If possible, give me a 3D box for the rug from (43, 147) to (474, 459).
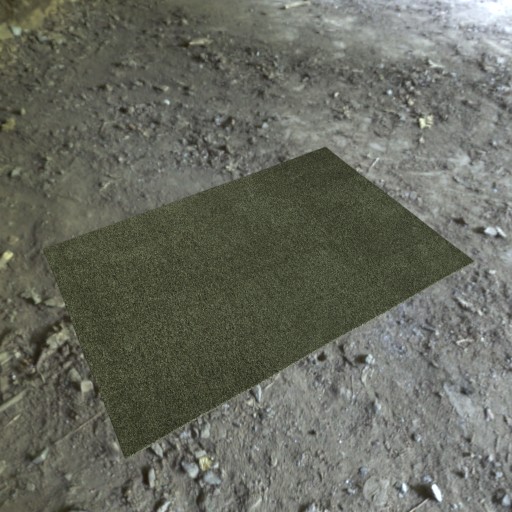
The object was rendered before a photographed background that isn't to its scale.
[{"bbox_3d":[0.000,0.000,3.331,2.699,0.026,1.802,-24,51,-21],"label":"rug"}]
